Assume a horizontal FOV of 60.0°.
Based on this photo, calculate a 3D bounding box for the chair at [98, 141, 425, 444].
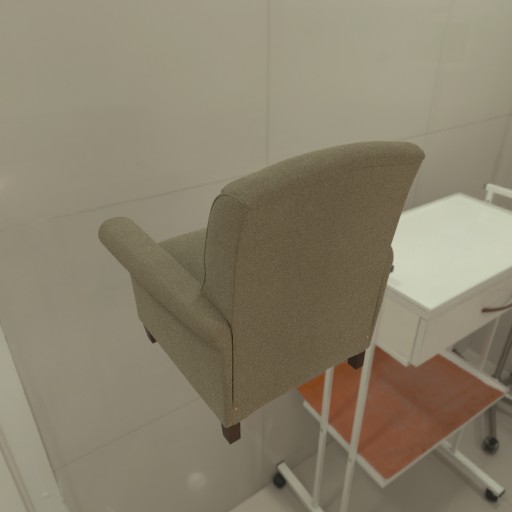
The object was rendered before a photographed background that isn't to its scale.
[{"bbox_3d":[0.000,0.000,1.791,0.978,1.061,0.905,-19,34,-31],"label":"chair"}]
